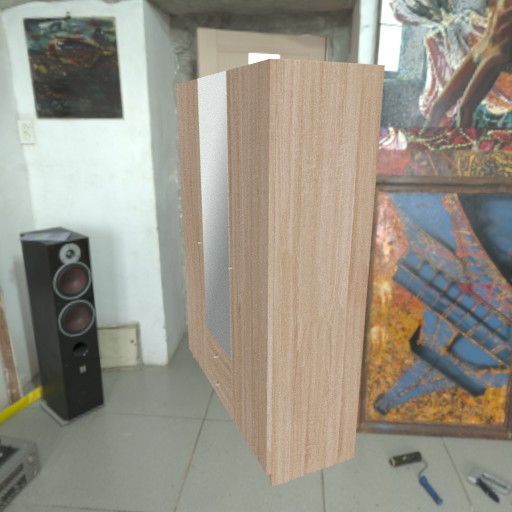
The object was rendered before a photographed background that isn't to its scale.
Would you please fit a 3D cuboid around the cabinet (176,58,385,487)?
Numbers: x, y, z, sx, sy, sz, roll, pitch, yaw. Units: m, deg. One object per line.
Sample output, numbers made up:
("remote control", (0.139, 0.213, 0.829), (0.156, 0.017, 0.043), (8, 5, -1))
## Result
("cabinet", (0.000, 0.000, 2.819), (0.590, 2.120, 1.500), (-7, 19, -23))
